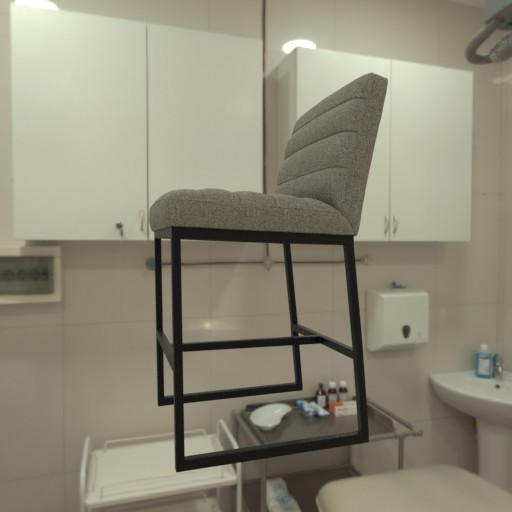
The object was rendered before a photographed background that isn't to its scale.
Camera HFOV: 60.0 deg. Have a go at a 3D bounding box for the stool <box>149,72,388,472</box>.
[{"bbox_3d":[0.000,0.000,1.250,0.560,0.940,0.460,-1,2,-18],"label":"stool"}]
